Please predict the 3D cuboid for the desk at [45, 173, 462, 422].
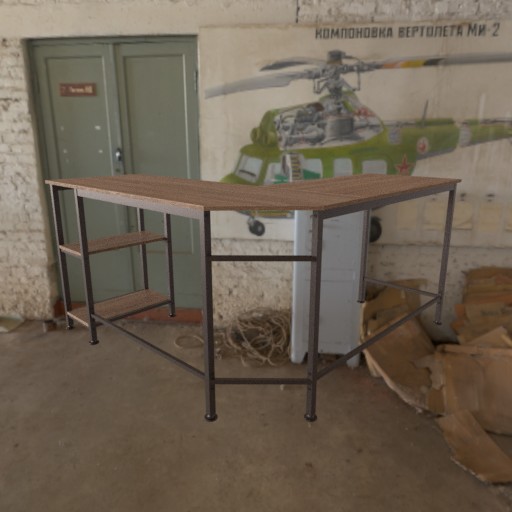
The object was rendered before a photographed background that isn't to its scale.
[{"bbox_3d":[0.000,0.000,2.171,1.379,0.739,1.379,14,21,42],"label":"desk"}]
